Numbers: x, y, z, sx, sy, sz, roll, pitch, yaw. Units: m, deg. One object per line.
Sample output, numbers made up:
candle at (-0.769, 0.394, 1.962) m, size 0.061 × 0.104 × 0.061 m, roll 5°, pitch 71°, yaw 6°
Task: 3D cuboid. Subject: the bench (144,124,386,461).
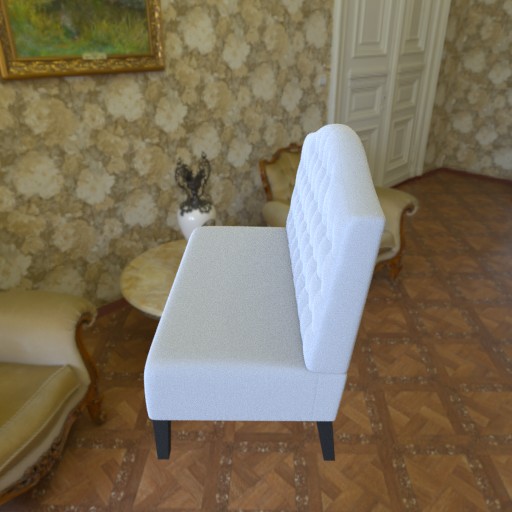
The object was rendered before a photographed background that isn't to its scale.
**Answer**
bench at (0.000, 0.000, 2.089) m, size 0.815 × 1.180 × 1.335 m, roll 0°, pitch 26°, yaw 0°
